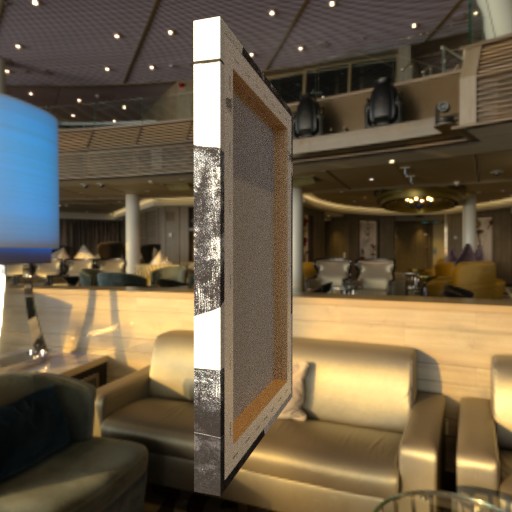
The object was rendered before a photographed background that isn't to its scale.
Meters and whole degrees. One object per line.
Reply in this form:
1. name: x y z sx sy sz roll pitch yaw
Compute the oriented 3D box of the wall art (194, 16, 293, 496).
1. wall art: 0.000 0.000 0.761 0.039 0.610 0.407 0 1 18
